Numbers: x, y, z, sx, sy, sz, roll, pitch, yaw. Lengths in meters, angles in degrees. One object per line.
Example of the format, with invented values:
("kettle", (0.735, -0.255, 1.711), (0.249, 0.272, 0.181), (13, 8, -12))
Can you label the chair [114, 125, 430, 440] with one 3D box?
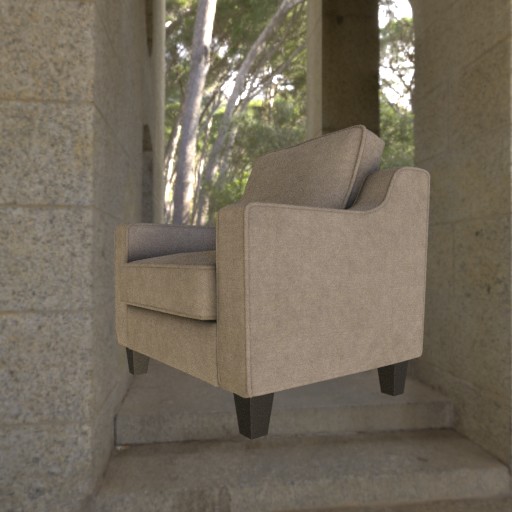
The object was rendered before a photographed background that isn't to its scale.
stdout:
("chair", (0.000, 0.000, 1.664), (0.840, 0.944, 0.926), (0, 0, -37))
